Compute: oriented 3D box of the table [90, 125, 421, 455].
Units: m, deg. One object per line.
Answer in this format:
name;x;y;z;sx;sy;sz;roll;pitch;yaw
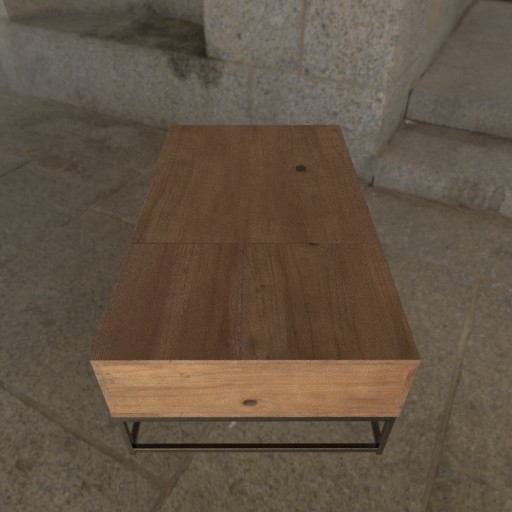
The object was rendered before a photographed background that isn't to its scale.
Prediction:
table;0.000;0.000;1.416;0.655;0.395;1.101;0;40;0
